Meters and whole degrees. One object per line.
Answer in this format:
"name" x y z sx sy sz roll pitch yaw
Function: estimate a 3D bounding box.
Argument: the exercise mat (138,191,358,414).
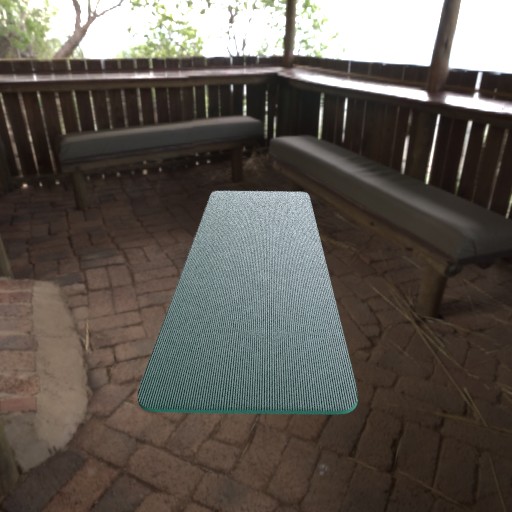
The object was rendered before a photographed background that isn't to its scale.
"exercise mat" 0.000 0.000 2.021 0.616 0.021 1.869 1 26 1
